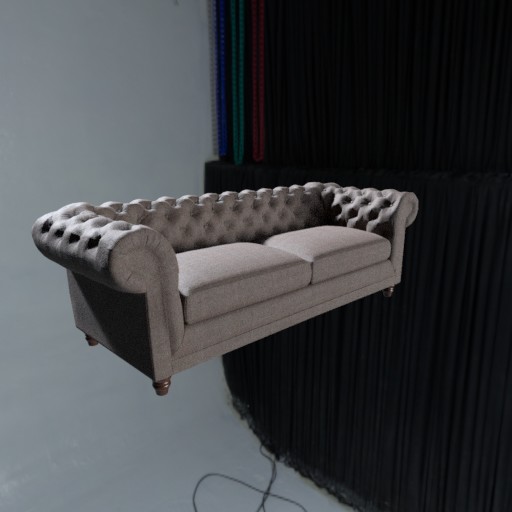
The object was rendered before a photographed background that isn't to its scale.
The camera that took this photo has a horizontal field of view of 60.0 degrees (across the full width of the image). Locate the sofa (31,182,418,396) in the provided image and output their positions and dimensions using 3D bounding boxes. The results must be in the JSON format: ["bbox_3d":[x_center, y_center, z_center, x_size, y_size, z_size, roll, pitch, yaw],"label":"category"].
[{"bbox_3d":[0.000,0.000,2.785,2.385,0.787,0.944,-13,19,-42],"label":"sofa"}]
